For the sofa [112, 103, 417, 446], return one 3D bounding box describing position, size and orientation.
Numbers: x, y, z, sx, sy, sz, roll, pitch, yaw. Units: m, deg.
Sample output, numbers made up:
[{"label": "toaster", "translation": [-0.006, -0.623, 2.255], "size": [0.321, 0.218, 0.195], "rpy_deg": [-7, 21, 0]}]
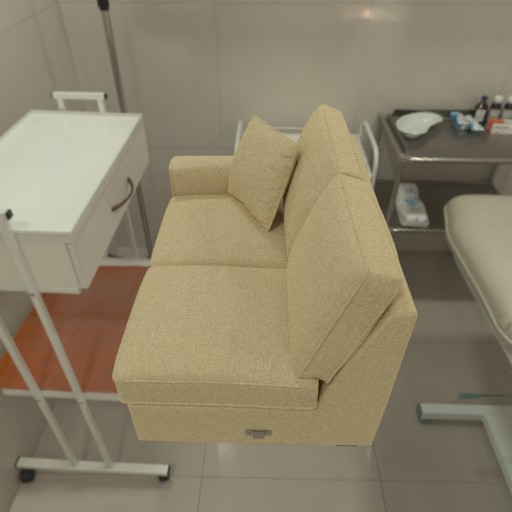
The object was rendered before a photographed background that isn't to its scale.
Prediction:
[{"label": "sofa", "translation": [0.000, 0.000, 2.029], "size": [0.991, 0.989, 1.388], "rpy_deg": [1, 39, 1]}]
